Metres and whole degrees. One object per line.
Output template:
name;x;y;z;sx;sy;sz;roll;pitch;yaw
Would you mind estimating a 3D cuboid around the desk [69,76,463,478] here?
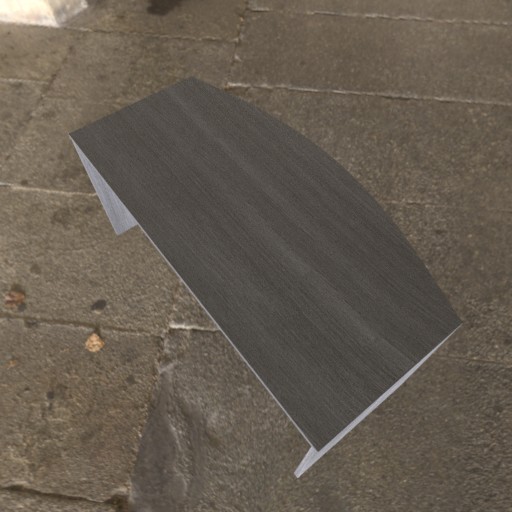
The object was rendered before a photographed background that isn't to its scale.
desk;0.000;0.000;2.022;0.802;0.750;1.600;-33;64;-19
